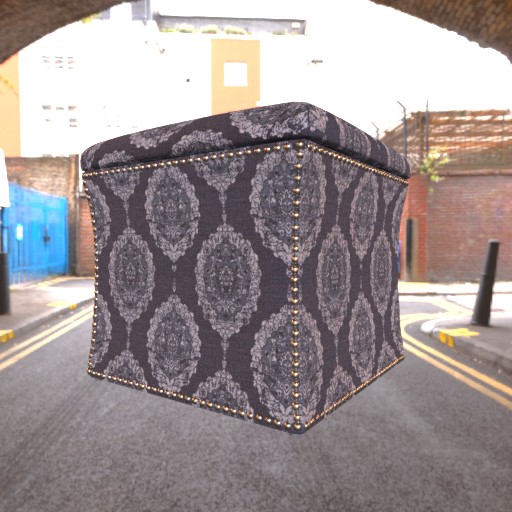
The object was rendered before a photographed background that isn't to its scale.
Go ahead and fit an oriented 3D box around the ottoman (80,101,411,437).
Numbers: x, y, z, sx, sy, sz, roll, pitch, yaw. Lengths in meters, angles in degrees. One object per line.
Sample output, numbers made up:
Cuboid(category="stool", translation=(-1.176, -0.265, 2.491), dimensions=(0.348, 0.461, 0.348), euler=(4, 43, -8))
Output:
Cuboid(category="ottoman", translation=(0.000, 0.000, 0.901), dimensions=(0.507, 0.475, 0.497), euler=(1, 2, 35))
